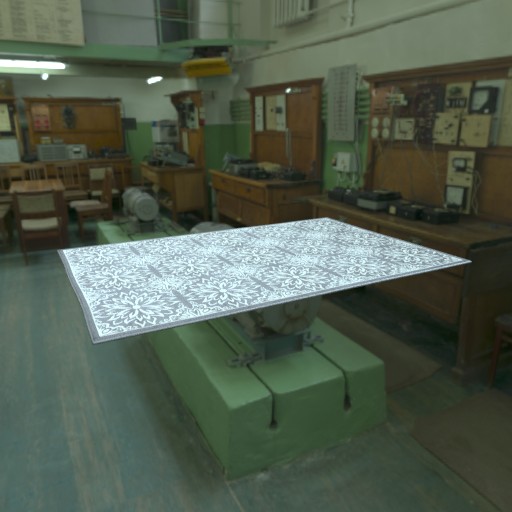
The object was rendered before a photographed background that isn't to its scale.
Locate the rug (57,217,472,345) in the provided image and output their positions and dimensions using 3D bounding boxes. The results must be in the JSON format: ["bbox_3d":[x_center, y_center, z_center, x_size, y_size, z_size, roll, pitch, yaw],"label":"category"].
[{"bbox_3d":[0.000,0.000,3.505,2.746,0.018,1.819,-9,19,-27],"label":"rug"}]
